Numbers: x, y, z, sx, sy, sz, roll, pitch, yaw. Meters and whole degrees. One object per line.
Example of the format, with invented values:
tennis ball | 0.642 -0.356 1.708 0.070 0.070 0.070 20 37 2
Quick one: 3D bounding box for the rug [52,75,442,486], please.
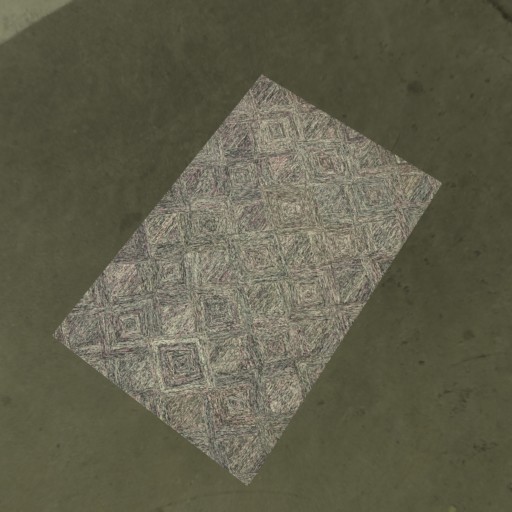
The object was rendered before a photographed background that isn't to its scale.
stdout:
rug | 0.000 0.000 2.897 1.501 0.017 2.298 34 78 8
